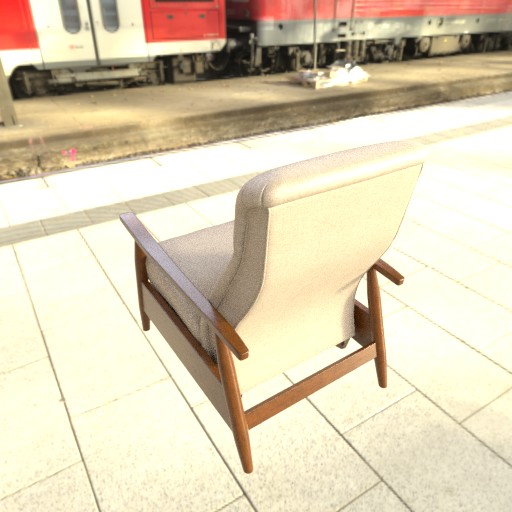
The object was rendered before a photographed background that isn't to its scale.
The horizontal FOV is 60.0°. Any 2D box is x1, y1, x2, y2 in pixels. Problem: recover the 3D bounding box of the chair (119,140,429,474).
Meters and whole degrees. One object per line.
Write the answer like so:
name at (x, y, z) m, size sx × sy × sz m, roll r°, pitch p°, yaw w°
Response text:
chair at (0.000, 0.000, 1.807) m, size 0.762 × 1.082 × 1.030 m, roll -19°, pitch 36°, yaw -29°
